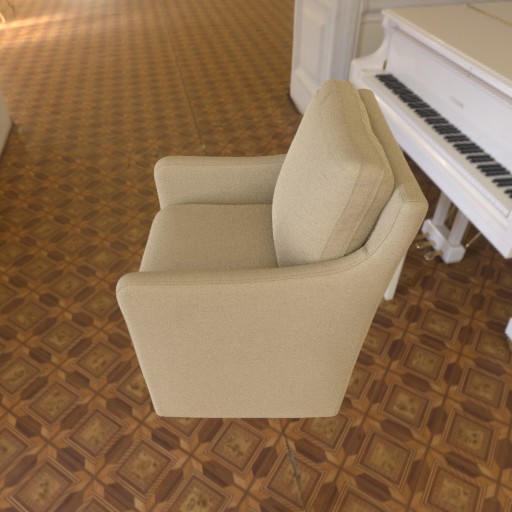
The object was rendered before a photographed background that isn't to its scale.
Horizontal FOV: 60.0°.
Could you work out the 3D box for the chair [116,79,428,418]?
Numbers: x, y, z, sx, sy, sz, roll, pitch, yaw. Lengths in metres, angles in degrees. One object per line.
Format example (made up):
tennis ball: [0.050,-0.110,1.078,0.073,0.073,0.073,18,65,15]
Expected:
chair: [0.000,0.000,1.356,0.694,0.914,0.626,0,42,0]
